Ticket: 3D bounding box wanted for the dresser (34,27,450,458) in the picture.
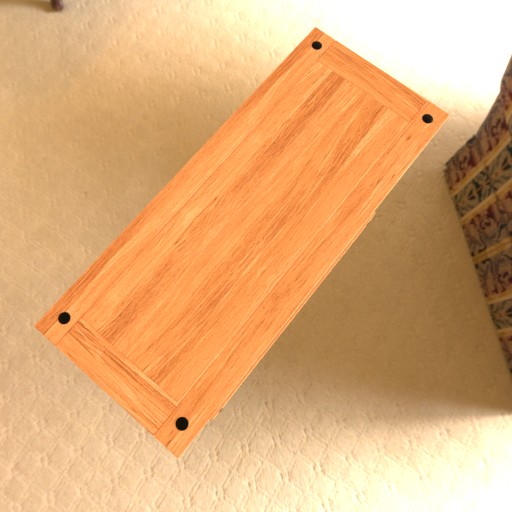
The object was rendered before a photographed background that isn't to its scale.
[{"bbox_3d":[0.000,0.000,1.359,0.410,0.740,0.990,38,78,10],"label":"dresser"}]
